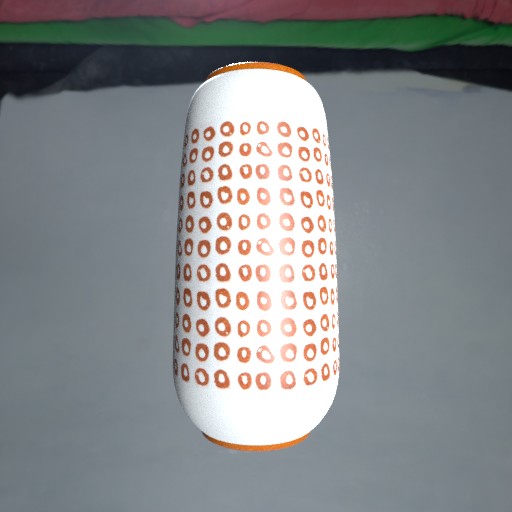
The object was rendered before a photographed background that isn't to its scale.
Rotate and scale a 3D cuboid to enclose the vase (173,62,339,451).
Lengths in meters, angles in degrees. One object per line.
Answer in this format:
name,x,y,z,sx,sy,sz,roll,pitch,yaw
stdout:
vase,0.000,0.000,0.362,0.133,0.282,0.133,0,0,0
